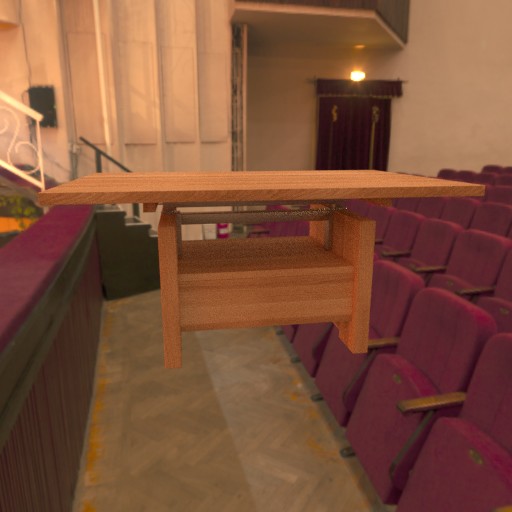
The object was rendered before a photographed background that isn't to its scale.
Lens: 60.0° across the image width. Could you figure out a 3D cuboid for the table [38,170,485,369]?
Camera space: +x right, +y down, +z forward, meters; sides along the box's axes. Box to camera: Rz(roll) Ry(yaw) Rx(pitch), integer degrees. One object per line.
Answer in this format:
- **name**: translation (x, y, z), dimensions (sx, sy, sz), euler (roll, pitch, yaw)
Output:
- **table**: translation (0.000, 0.000, 1.467), dimensions (1.100, 0.510, 0.700), euler (-2, 14, -9)
